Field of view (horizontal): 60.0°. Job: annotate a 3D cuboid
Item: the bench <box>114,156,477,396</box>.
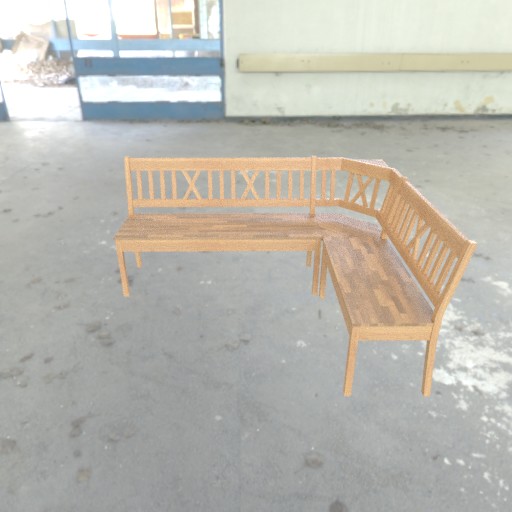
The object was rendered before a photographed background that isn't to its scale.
[{"bbox_3d":[0.000,0.000,2.831,1.937,0.902,1.537,0,27,0],"label":"bench"}]
